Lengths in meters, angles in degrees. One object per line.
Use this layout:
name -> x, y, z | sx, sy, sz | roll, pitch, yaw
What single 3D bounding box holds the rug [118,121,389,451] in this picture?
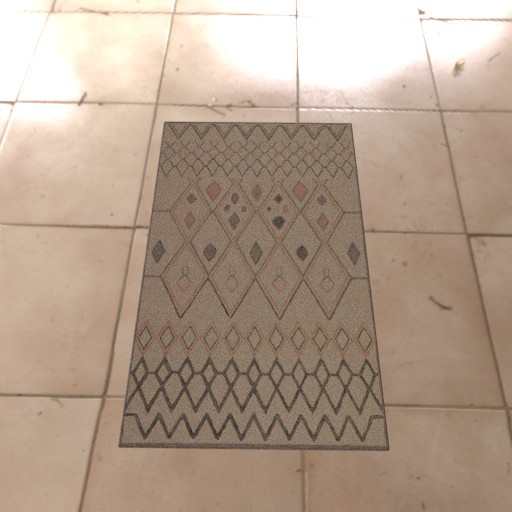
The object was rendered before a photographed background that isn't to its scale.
rug -> 0.000, 0.000, 3.042 | 1.524, 0.015, 2.438 | 1, 63, 0
